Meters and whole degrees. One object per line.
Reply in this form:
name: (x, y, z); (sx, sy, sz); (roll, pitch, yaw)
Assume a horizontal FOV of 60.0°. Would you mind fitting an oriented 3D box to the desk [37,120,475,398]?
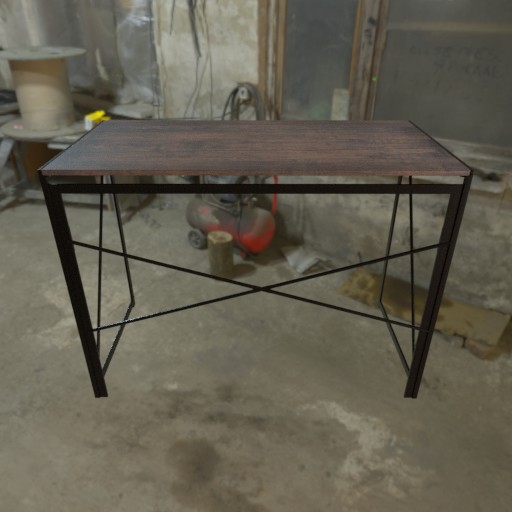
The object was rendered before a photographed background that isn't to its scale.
desk: (0.000, 0.000, 1.433); (1.015, 0.747, 0.505); (0, 30, 0)
